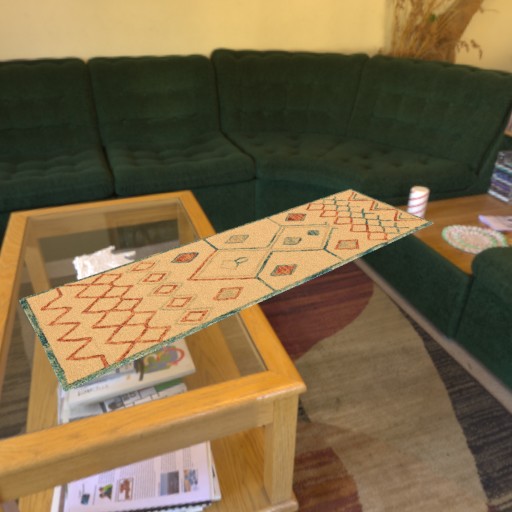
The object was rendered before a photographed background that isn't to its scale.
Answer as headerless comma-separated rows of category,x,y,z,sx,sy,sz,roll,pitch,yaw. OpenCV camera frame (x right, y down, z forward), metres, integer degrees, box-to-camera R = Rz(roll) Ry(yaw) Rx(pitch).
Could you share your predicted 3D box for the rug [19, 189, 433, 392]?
rug,0.000,0.000,2.613,2.435,0.011,0.750,-21,37,-31
